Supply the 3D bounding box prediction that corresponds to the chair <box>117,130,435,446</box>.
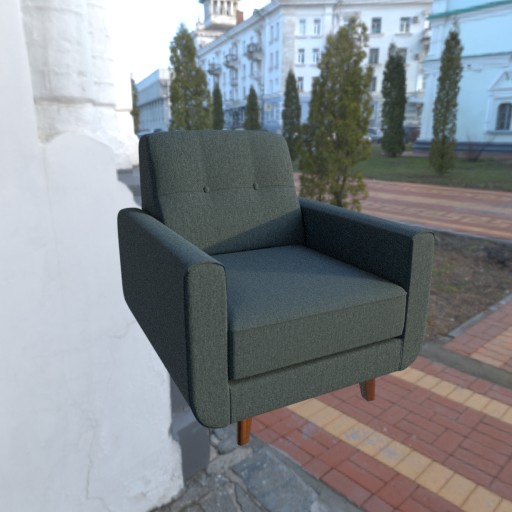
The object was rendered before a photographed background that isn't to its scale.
[{"bbox_3d":[0.000,0.000,1.715,0.880,0.940,0.964,-8,18,-26],"label":"chair"}]
